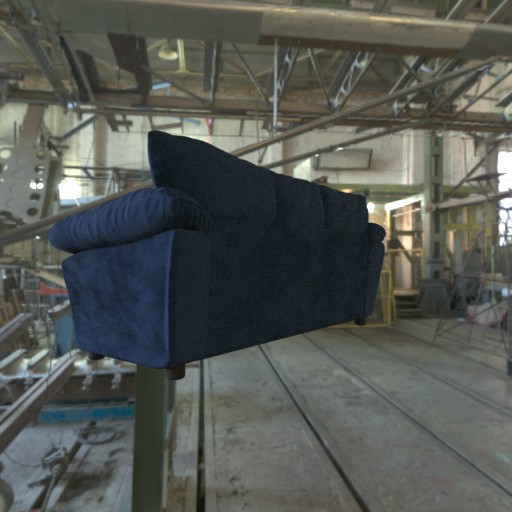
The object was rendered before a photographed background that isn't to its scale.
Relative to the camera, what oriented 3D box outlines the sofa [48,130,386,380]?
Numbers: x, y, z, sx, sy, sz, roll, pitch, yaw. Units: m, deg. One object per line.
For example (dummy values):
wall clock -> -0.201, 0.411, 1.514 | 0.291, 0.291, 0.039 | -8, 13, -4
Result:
sofa -> 0.000, 0.000, 2.876 | 0.907, 1.091, 2.390 | 0, 0, 38
